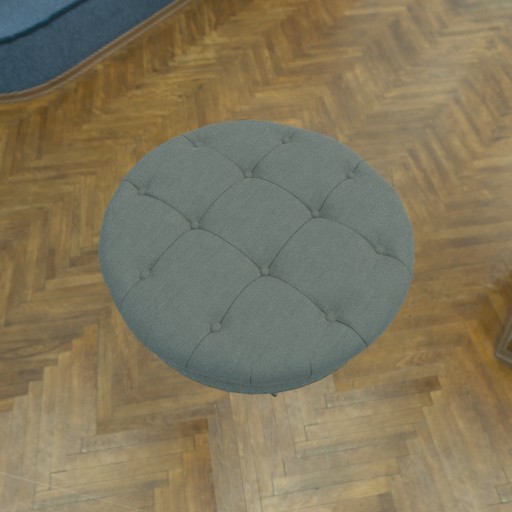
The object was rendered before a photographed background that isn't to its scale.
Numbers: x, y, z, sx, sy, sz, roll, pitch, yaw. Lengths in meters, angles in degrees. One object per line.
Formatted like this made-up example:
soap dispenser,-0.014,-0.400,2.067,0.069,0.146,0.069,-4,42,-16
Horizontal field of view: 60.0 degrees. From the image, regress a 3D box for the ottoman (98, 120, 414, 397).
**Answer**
ottoman,0.000,0.000,1.402,0.901,0.439,0.901,0,57,0
